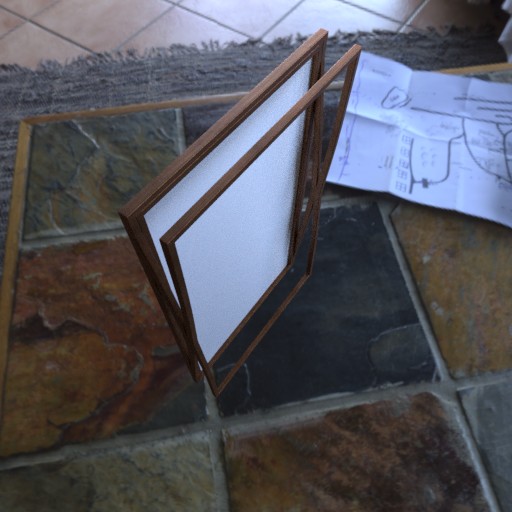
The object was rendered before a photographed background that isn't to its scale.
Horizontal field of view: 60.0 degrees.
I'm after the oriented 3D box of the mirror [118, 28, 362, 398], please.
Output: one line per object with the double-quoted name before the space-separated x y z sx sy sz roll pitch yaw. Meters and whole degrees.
"mirror" 0.000 0.000 0.955 0.082 0.768 0.468 32 64 18
